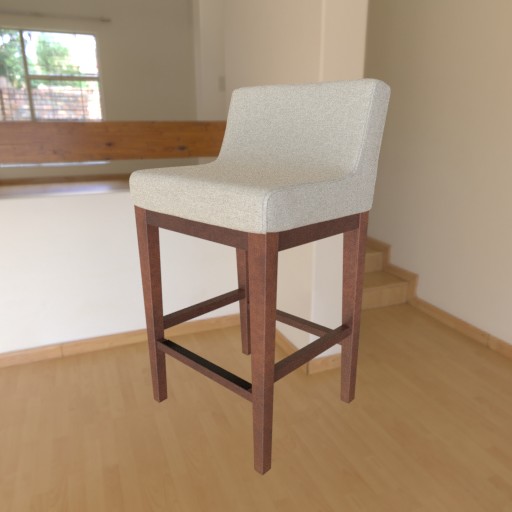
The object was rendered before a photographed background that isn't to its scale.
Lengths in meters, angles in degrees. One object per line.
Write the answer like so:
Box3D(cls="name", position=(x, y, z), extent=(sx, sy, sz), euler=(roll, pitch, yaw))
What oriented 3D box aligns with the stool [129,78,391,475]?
Box3D(cls="stool", position=(0.000, 0.000, 1.256), extent=(0.511, 0.937, 0.500), euler=(15, 23, 41))
